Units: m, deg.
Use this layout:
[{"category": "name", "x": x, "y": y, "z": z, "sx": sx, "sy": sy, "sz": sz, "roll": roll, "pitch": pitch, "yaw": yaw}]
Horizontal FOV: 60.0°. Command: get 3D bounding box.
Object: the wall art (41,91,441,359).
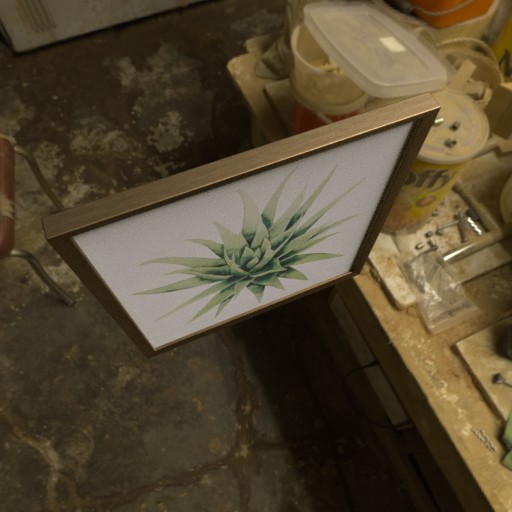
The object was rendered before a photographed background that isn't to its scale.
[{"category": "wall art", "x": 0.000, "y": 0.000, "z": 0.752, "sx": 0.503, "sy": 0.506, "sz": 0.030, "roll": -21, "pitch": 64, "yaw": -10}]
